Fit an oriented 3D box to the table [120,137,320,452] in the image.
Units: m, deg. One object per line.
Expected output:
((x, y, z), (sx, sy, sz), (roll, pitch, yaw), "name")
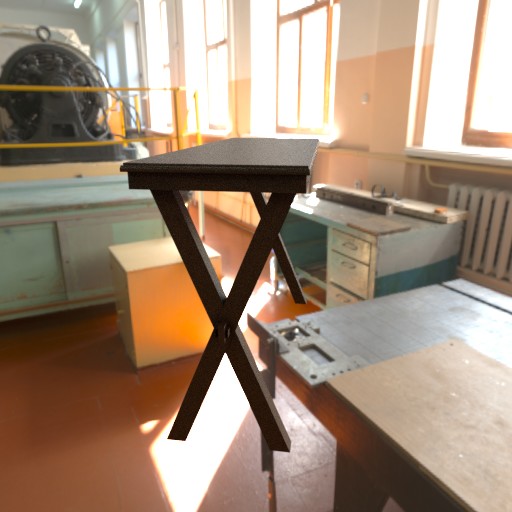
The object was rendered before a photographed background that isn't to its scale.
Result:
((0.000, 0.000, 1.583), (0.399, 0.763, 1.197), (3, 18, 8), "table")
